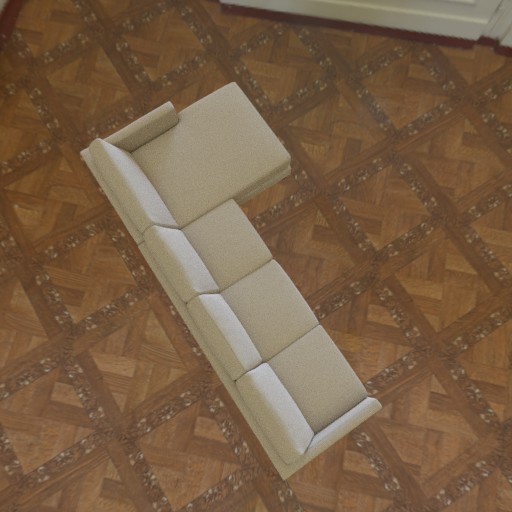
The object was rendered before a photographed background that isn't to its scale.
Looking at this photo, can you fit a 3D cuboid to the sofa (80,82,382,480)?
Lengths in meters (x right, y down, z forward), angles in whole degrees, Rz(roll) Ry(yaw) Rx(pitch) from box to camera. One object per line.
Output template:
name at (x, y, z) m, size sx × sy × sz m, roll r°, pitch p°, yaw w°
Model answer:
sofa at (0.000, 0.000, 3.910) m, size 1.625 × 0.861 × 3.186 m, roll -33°, pitch 79°, yaw -7°
